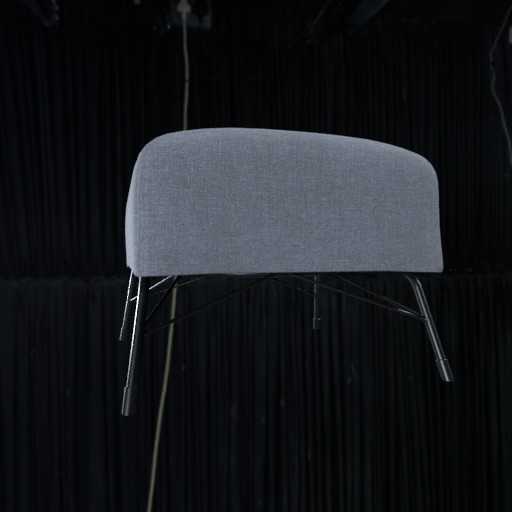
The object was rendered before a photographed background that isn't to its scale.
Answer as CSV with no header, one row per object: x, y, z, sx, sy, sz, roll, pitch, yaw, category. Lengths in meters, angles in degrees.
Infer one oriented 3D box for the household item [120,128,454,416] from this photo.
0.000,0.000,0.905,0.530,0.410,0.530,0,1,-17,household item
